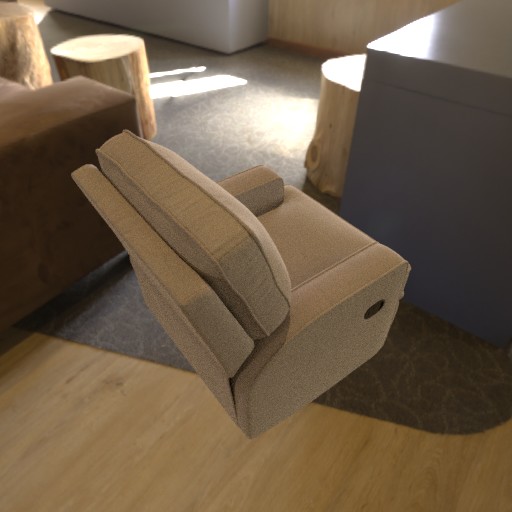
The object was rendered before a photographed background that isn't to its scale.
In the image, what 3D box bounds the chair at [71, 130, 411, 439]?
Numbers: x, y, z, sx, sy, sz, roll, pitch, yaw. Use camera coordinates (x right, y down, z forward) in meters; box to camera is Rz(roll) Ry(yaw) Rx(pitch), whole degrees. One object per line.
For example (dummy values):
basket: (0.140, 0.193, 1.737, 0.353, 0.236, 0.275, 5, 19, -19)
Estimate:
chair: (0.000, 0.000, 1.679, 0.969, 0.964, 0.861, -26, 48, -27)
